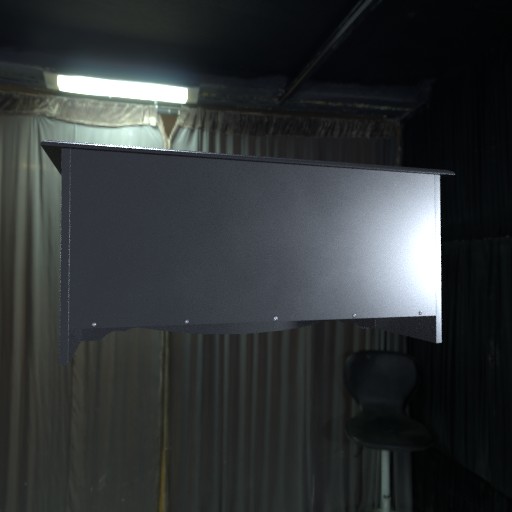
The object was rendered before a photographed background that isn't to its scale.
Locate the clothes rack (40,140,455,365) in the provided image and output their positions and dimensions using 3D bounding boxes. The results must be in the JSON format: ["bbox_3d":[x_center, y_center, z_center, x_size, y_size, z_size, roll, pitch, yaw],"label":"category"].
[{"bbox_3d":[0.000,0.000,1.443,1.219,0.556,0.406,0,-1,-17],"label":"clothes rack"}]
